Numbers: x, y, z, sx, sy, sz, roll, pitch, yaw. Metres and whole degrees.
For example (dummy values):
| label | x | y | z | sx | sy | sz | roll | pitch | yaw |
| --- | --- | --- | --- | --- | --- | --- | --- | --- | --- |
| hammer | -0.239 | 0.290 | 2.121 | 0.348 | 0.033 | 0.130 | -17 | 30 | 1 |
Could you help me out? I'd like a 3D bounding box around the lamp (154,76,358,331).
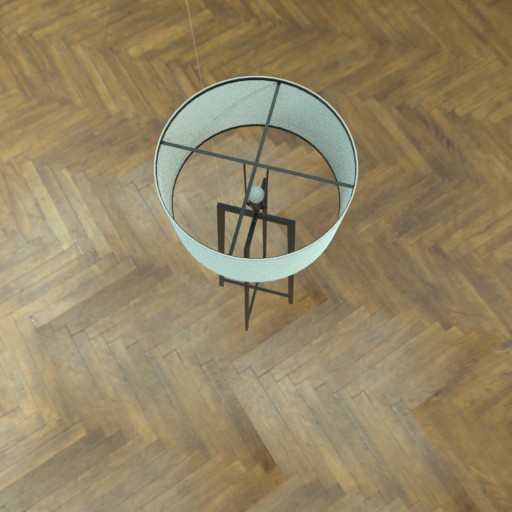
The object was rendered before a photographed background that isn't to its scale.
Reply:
| label | x | y | z | sx | sy | sz | roll | pitch | yaw |
| --- | --- | --- | --- | --- | --- | --- | --- | --- | --- |
| lamp | 0.000 | 0.000 | 1.719 | 0.457 | 1.510 | 0.456 | 14 | 74 | 4 |
